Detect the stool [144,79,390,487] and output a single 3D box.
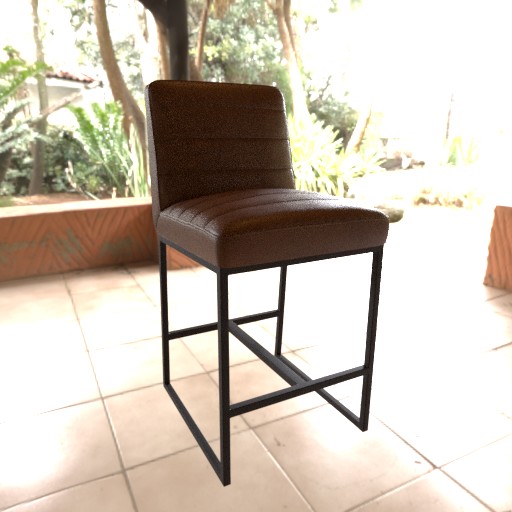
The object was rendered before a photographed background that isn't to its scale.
[{"bbox_3d":[0.000,0.000,1.224,0.458,0.940,0.556,-8,17,-27],"label":"stool"}]
